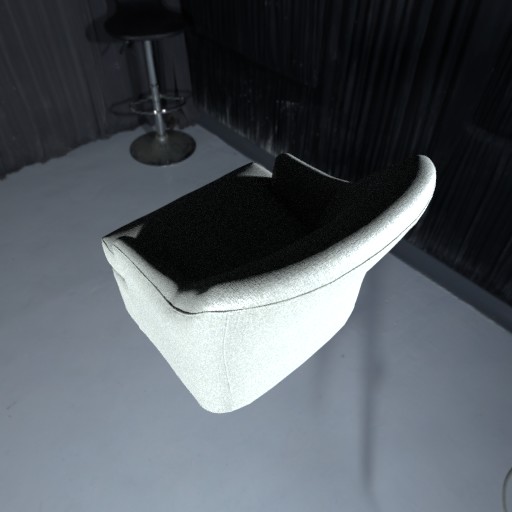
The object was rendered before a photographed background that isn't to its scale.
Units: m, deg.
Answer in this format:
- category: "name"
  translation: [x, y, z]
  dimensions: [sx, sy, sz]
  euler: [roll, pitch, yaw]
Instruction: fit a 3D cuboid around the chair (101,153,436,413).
- category: "chair"
  translation: [0.000, 0.000, 1.585]
  dimensions: [0.864, 0.856, 0.923]
  euler: [-33, 54, -27]
